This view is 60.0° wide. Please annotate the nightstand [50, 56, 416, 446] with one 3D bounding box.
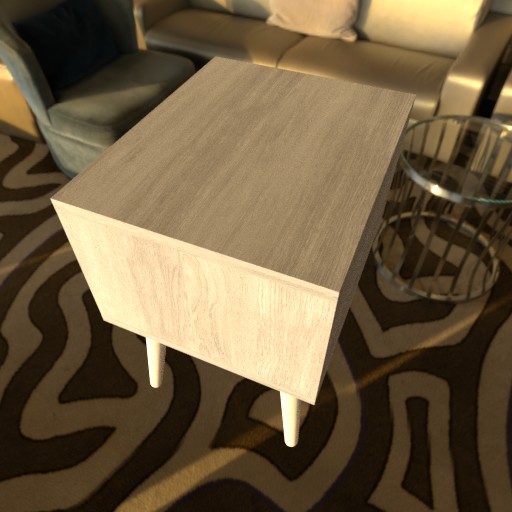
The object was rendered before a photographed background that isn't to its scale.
[{"bbox_3d":[0.000,0.000,0.824,0.380,0.500,0.450,18,50,16],"label":"nightstand"}]
